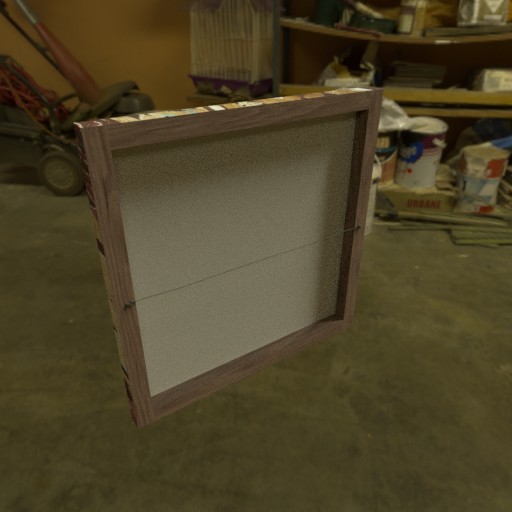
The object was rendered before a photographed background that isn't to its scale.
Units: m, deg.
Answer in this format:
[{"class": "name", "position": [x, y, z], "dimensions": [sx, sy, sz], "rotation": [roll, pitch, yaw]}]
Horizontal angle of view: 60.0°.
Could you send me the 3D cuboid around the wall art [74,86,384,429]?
[{"class": "wall art", "position": [0.000, 0.000, 0.924], "dimensions": [0.609, 0.613, 0.041], "rotation": [-18, 34, -29]}]
